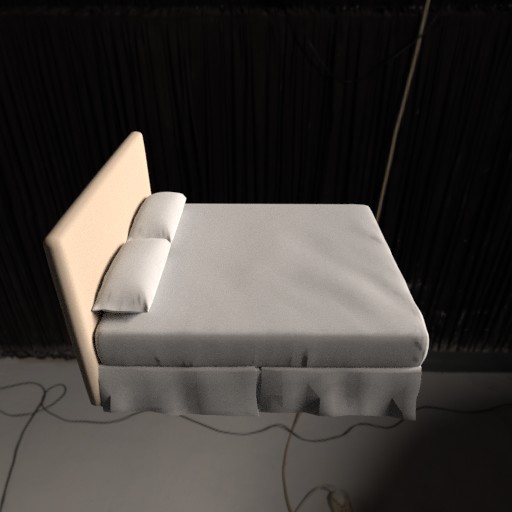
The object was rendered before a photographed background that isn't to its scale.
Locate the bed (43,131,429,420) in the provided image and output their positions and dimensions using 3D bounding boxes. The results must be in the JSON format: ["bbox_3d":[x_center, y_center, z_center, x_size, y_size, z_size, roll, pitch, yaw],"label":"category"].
[{"bbox_3d":[0.000,0.000,3.280,2.142,1.330,1.884,0,32,0],"label":"bed"}]
